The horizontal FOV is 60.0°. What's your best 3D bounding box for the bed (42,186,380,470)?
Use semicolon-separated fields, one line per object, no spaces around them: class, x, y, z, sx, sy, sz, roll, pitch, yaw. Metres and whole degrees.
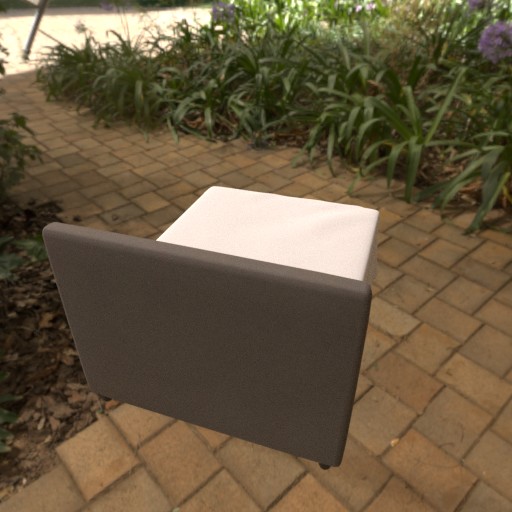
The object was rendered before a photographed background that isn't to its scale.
bed;0.000;0.000;3.200;1.723;1.330;2.142;11;35;16
